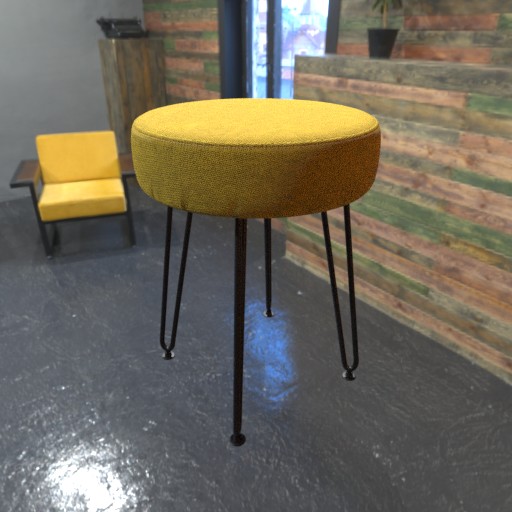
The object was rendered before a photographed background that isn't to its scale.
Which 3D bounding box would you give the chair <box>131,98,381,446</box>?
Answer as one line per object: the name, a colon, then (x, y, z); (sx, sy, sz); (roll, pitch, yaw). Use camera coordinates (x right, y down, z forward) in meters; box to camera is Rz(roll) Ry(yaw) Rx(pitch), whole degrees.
chair: (0.000, 0.000, 0.716); (0.345, 0.455, 0.345); (-18, 32, -31)
